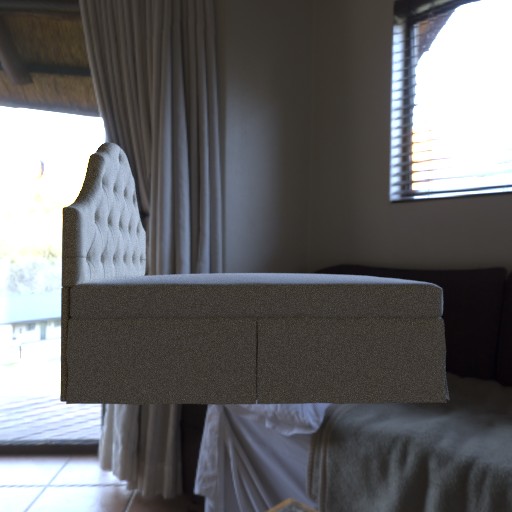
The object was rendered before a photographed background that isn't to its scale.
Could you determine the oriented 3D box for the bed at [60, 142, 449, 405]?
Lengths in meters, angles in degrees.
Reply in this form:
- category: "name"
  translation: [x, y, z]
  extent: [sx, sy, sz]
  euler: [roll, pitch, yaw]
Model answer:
- category: "bed"
  translation: [0.000, 0.000, 3.130]
  extent: [2.092, 1.575, 1.627]
  euler: [0, -1, -1]
